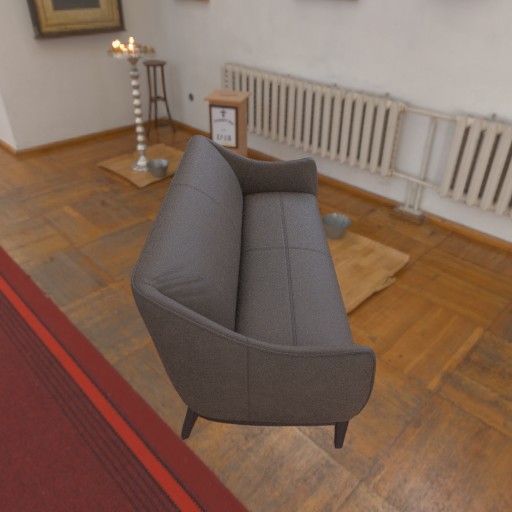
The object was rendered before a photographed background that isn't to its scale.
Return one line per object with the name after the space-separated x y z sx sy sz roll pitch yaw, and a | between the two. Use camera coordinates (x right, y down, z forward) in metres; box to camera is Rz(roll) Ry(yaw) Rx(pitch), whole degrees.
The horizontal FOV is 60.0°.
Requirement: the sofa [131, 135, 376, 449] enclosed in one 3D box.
0.000 0.000 2.400 0.869 0.831 1.928 0 32 0 | sofa
